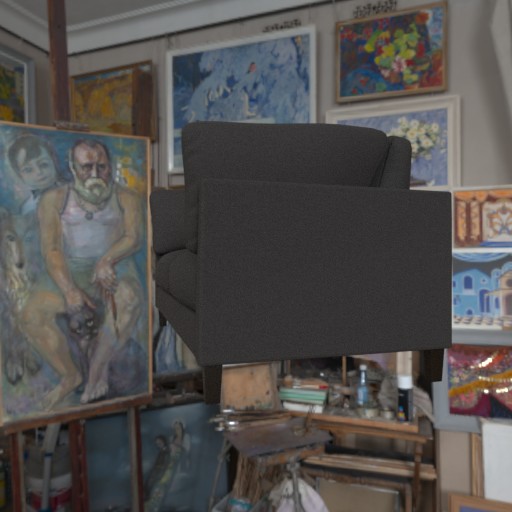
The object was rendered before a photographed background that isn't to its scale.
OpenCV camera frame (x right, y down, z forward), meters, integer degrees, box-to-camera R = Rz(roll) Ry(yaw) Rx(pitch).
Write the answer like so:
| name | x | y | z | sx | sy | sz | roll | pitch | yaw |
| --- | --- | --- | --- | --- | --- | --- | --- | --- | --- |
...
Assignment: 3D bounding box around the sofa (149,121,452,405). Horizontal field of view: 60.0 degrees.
| name | x | y | z | sx | sy | sz | roll | pitch | yaw |
| --- | --- | --- | --- | --- | --- | --- | --- | --- | --- |
| sofa | 0.000 | 0.000 | 2.274 | 0.969 | 0.920 | 1.751 | 0 | 0 | -17 |
